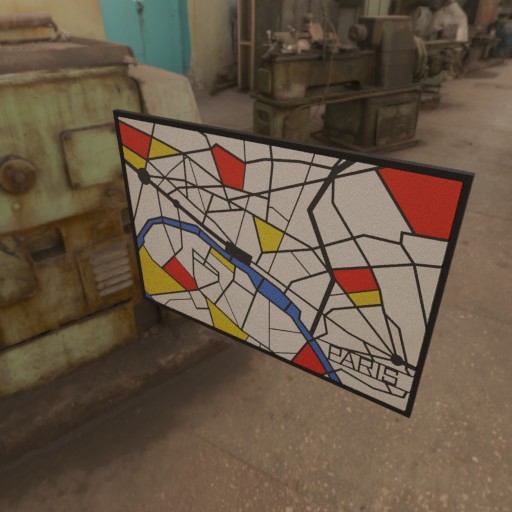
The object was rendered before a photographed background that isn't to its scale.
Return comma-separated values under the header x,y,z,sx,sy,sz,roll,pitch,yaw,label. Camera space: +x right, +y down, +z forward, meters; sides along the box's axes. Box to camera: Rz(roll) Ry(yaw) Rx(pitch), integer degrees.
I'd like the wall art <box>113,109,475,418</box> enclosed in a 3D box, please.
x,y,z,sx,sy,sz,roll,pitch,yaw,label
0.000,0.000,0.838,0.664,0.458,0.013,18,35,28,wall art
